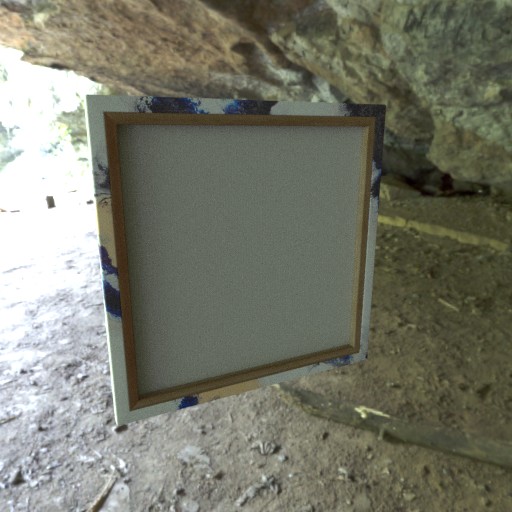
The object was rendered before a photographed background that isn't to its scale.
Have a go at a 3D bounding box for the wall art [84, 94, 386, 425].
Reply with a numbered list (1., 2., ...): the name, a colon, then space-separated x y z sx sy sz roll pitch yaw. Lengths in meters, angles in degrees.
1. wall art: 0.000 0.000 1.334 0.887 0.885 0.038 -7 17 -25
